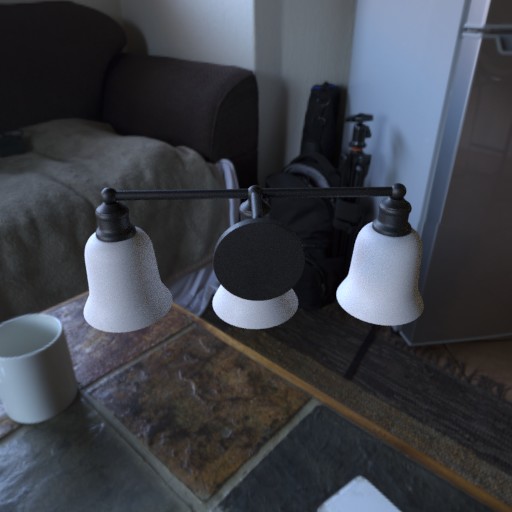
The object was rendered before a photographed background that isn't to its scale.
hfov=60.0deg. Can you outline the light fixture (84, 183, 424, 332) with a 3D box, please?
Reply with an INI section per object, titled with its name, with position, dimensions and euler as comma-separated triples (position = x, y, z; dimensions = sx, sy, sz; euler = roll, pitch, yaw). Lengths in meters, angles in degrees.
[light fixture]
position = 0.000, 0.000, 0.676
dimensions = 0.570, 0.211, 0.198
euler = -1, 31, -2
